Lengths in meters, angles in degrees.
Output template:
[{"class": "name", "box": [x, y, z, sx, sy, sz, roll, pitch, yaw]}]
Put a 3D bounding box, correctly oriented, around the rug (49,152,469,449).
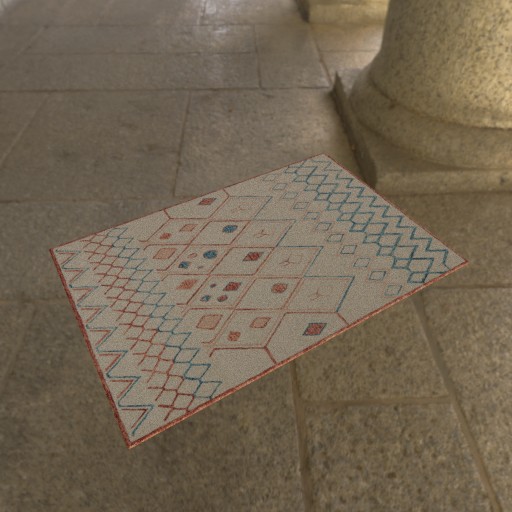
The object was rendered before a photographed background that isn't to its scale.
[{"class": "rug", "box": [0.000, 0.000, 2.315, 1.829, 0.016, 1.219, -23, 49, -22]}]
